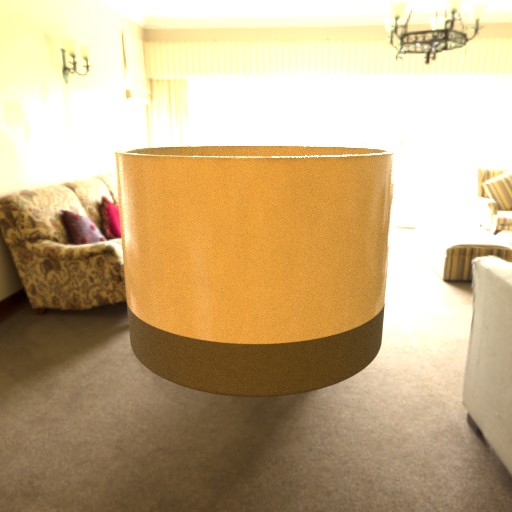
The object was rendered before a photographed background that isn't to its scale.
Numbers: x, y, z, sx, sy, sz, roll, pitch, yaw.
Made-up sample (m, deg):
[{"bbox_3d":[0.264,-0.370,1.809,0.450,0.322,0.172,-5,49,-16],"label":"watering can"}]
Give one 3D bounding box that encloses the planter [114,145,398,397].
[{"bbox_3d":[0.000,0.000,0.224,0.128,0.105,0.128,0,16,0],"label":"planter"}]
